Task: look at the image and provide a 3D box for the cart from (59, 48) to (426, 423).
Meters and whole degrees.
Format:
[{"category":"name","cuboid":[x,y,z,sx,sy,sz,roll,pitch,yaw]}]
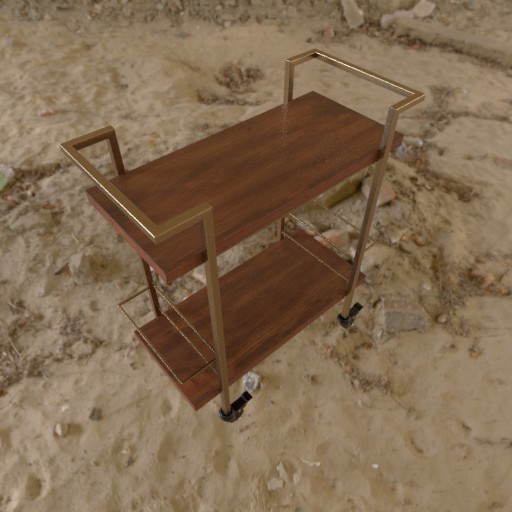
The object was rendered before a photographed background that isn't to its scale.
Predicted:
[{"category":"cart","cuboid":[0.000,0.000,1.181,0.695,0.807,0.364,-32,54,-27]}]
